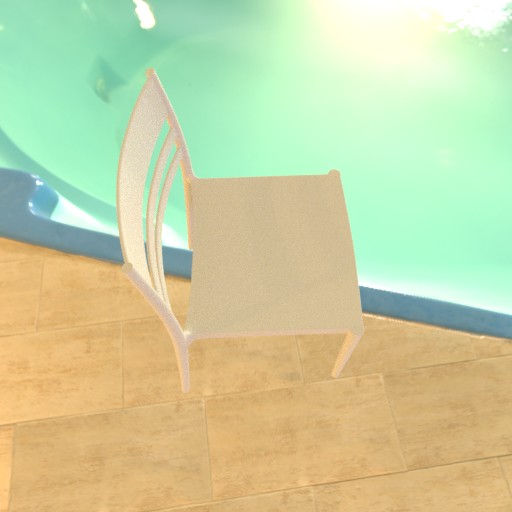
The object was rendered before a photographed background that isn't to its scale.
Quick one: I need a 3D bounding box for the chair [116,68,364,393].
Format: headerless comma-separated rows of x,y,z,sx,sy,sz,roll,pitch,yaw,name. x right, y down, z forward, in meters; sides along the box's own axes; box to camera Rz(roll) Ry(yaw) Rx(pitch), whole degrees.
0.000,0.000,1.158,0.511,0.800,0.531,-2,62,-1,chair
